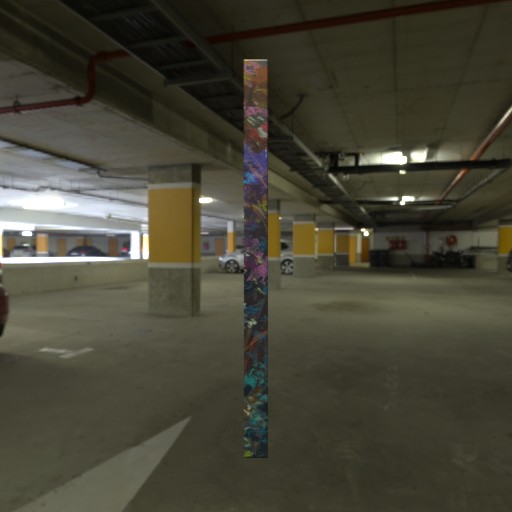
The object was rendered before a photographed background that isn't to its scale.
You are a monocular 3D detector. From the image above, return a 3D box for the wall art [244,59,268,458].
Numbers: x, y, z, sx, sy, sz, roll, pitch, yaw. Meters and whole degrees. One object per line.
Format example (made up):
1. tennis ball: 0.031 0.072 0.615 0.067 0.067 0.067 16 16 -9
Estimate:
1. wall art: 0.000 0.000 1.126 0.037 0.604 0.908 0 1 0
